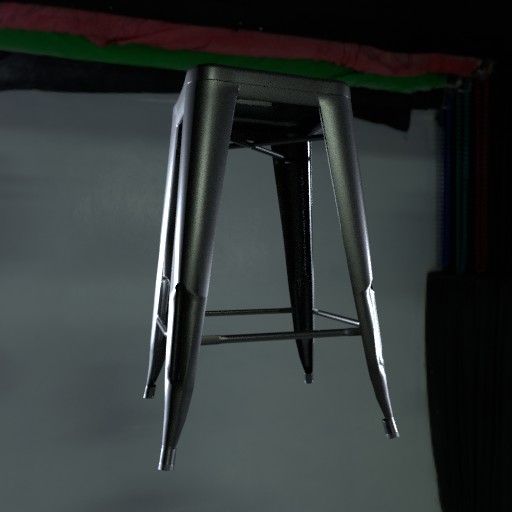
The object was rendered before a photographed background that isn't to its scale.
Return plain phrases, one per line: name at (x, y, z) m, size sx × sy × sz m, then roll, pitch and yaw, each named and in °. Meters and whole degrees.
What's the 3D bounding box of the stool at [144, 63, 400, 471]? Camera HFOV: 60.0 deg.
stool at (0.000, 0.000, 0.847) m, size 0.399 × 0.609 × 0.359 m, roll 0°, pitch 0°, yaw -18°
